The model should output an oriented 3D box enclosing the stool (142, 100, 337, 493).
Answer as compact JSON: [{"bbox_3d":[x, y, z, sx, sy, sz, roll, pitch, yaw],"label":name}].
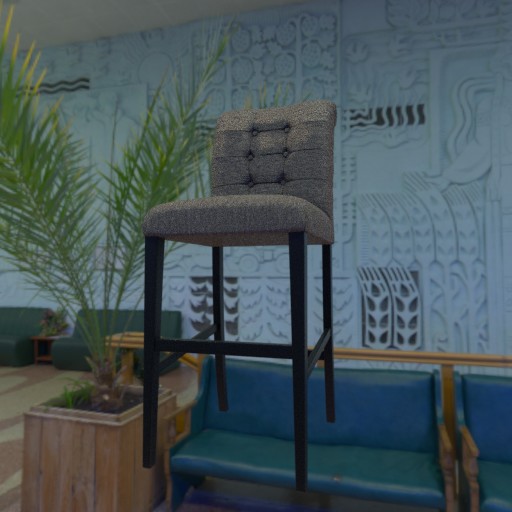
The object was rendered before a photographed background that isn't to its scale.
[{"bbox_3d":[0.000,0.000,1.394,0.452,1.131,0.613,-1,-3,18],"label":"stool"}]
